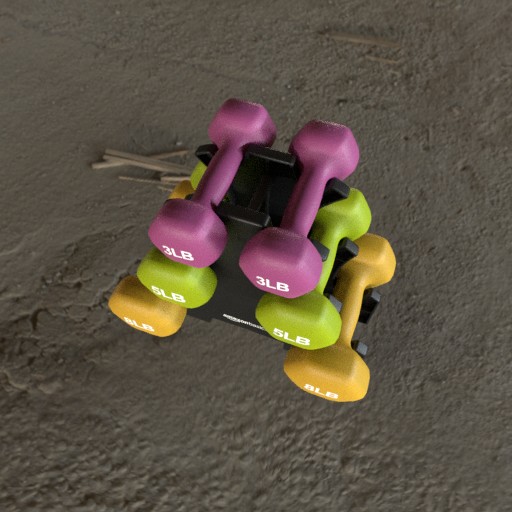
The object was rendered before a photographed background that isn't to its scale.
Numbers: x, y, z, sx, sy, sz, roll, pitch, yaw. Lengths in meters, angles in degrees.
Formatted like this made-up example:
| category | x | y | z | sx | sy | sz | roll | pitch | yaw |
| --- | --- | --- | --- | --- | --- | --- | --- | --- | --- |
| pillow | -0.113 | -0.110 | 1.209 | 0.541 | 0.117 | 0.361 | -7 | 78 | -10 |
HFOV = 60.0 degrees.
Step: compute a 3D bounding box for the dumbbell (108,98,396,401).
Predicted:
| category | x | y | z | sx | sy | sz | roll | pitch | yaw |
| --- | --- | --- | --- | --- | --- | --- | --- | --- | --- |
| dumbbell | 0.000 | 0.000 | 0.466 | 0.300 | 0.271 | 0.190 | 18 | 61 | 10 |
